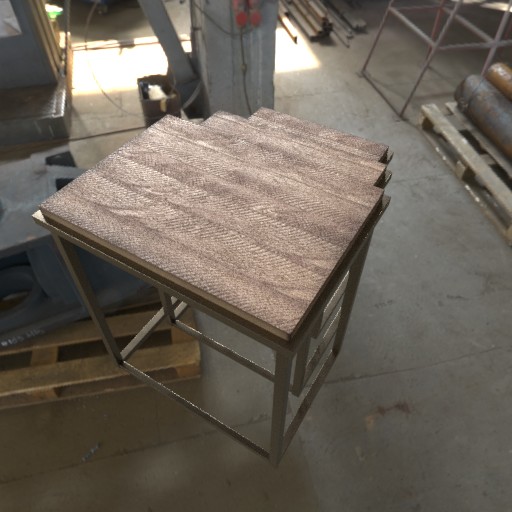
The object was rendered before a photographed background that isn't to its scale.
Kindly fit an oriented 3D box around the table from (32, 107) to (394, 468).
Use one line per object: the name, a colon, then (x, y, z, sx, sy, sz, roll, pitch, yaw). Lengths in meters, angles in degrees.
table: (0.000, 0.000, 1.148, 0.559, 0.610, 0.706, 24, 52, 21)
